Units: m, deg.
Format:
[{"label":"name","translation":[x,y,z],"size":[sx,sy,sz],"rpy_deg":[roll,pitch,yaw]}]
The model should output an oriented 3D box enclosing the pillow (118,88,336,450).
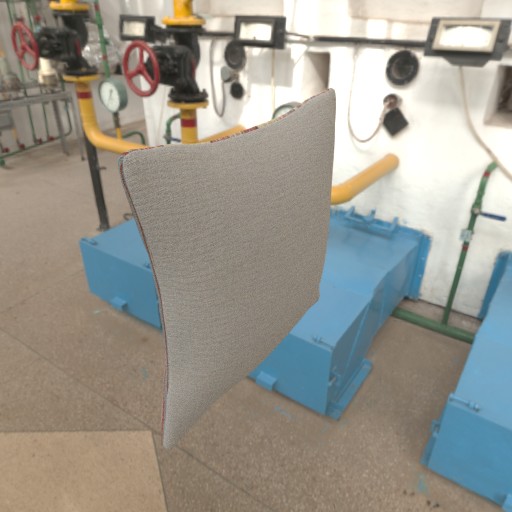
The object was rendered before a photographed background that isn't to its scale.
[{"label":"pillow","translation":[0.000,0.000,0.657],"size":[0.136,0.419,0.437],"rpy_deg":[20,36,30]}]
